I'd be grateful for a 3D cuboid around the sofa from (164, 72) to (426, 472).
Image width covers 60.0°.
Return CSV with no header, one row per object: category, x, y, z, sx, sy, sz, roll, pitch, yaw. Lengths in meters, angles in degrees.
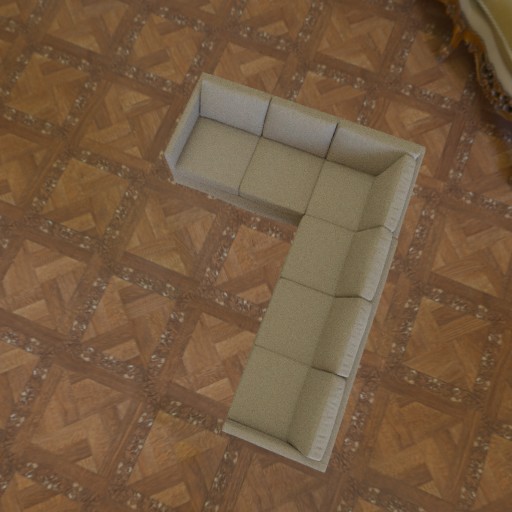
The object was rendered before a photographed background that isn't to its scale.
sofa,0.000,0.000,4.360,2.432,0.871,3.182,20,76,5
